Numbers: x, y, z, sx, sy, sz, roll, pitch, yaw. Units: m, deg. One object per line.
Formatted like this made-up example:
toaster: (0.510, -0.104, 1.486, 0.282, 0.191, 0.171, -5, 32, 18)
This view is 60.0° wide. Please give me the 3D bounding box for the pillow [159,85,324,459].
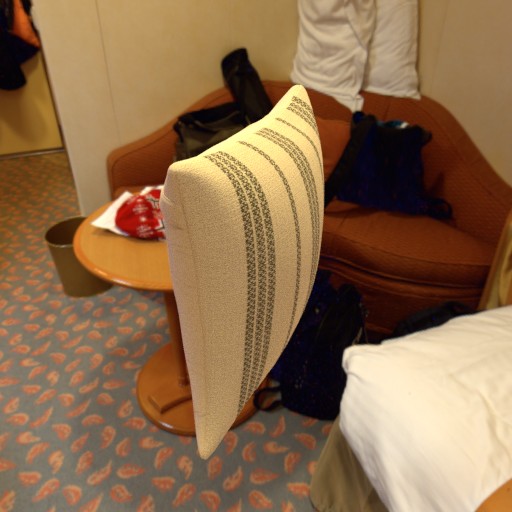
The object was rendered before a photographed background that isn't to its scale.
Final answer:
pillow: (0.000, 0.000, 0.643, 0.173, 0.406, 0.405, 11, 33, 17)
